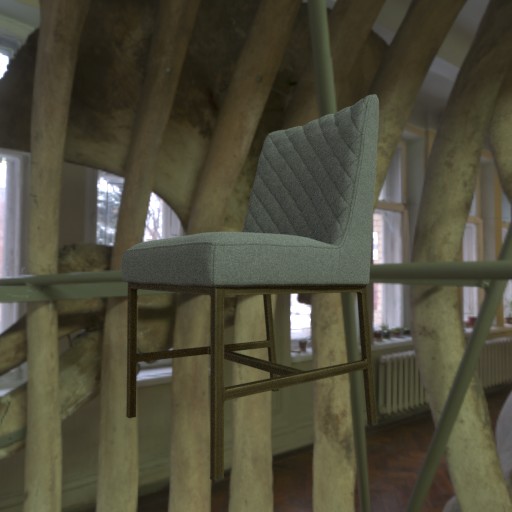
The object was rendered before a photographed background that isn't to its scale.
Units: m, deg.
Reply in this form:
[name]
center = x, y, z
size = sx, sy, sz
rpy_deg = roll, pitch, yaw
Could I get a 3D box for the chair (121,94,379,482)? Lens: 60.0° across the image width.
[chair]
center = 0.000, 0.000, 1.213
size = 0.587, 0.889, 0.508
rpy_deg = 1, -3, -36
